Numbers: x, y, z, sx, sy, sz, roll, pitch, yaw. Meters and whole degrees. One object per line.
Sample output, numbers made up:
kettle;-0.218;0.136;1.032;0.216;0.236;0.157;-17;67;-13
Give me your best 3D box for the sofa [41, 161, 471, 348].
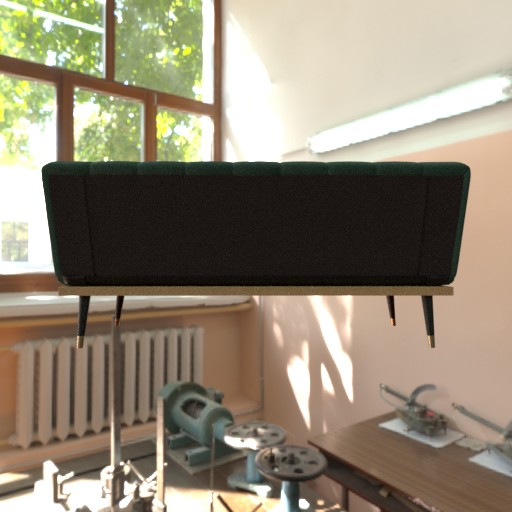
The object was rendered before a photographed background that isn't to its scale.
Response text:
sofa;0.000;0.000;2.258;1.810;0.820;0.830;0;-1;0
